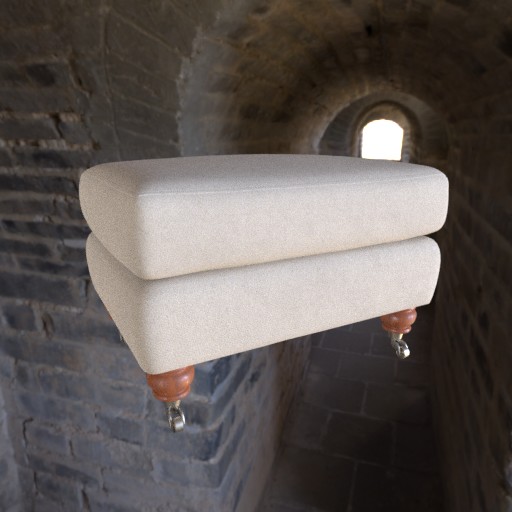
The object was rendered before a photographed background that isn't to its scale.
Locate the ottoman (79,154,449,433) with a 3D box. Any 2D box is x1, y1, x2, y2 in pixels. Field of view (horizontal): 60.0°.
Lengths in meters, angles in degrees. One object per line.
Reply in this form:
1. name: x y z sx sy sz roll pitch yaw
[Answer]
1. ottoman: 0.000 0.000 1.144 0.773 0.504 0.569 -9 18 -28
